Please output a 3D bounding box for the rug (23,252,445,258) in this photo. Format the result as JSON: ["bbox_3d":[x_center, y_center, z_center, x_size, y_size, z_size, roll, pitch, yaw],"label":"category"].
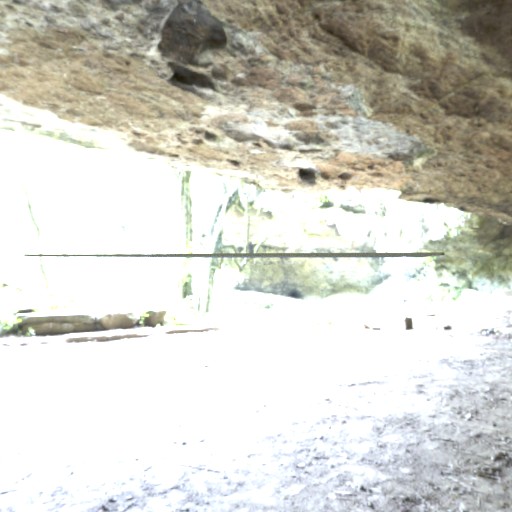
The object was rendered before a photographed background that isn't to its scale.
[{"bbox_3d":[0.000,0.000,4.122,3.051,0.020,2.407,0,0,18],"label":"rug"}]
